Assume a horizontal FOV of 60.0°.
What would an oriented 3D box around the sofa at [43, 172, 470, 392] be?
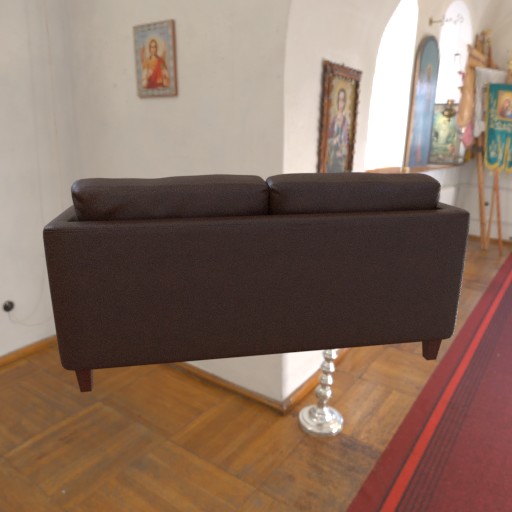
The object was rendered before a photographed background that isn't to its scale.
[{"bbox_3d":[0.000,0.000,2.397,1.883,0.933,0.951,-3,17,-9],"label":"sofa"}]
